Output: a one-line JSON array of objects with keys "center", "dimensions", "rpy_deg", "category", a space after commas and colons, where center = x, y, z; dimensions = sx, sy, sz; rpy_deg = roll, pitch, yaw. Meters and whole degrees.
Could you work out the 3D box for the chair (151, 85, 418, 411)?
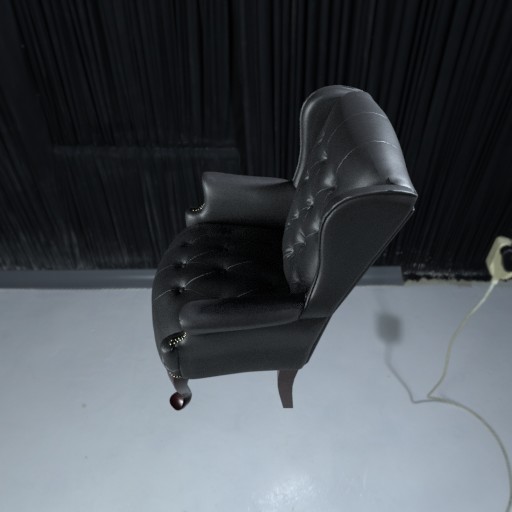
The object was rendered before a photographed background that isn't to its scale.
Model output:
[{"center": [0.000, 0.000, 1.669], "dimensions": [0.822, 1.133, 0.831], "rpy_deg": [0, 42, 0], "category": "chair"}]
